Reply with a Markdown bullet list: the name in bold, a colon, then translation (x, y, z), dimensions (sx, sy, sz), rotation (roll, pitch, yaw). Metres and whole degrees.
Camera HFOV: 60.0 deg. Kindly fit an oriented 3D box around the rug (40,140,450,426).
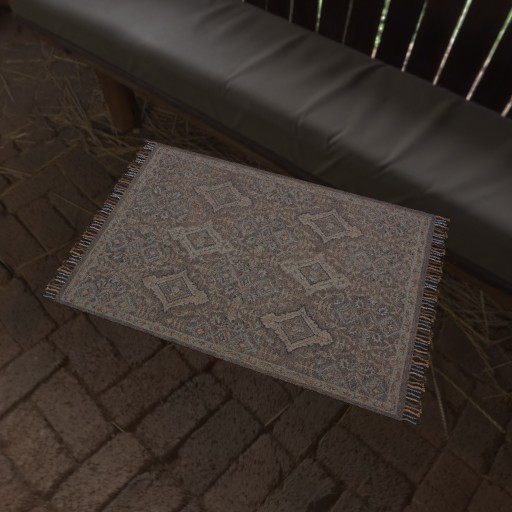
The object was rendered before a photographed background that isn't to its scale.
- **rug**: translation (0.000, 0.000, 3.031), dimensions (2.434, 0.010, 1.516), rotation (17, 59, 10)
